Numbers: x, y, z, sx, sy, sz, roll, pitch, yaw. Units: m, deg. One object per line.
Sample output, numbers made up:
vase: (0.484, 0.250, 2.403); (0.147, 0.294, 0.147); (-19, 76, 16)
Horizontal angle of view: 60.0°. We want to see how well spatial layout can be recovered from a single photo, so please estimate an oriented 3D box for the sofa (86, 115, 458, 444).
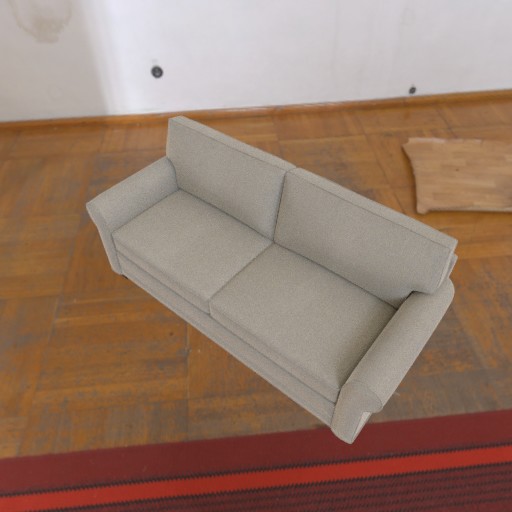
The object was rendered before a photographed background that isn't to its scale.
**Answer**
sofa: (0.000, 0.000, 2.704); (2.146, 0.962, 0.901); (30, 53, 26)
